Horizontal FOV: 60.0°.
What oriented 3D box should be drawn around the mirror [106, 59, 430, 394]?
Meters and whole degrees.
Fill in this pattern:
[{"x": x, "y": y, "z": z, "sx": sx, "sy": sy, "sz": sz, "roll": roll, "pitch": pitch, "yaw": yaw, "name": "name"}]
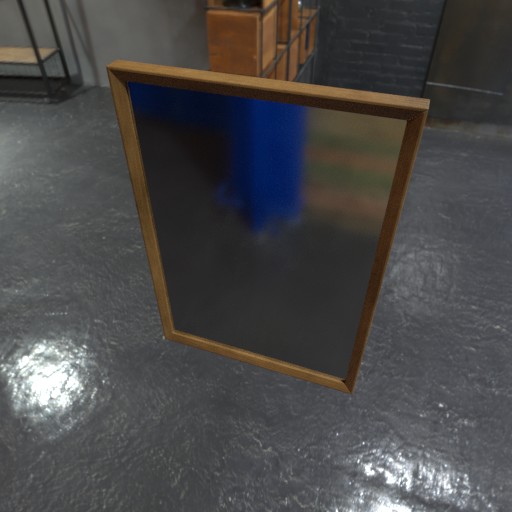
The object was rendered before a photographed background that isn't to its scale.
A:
[{"x": 0.000, "y": 0.000, "z": 0.909, "sx": 0.508, "sy": 0.711, "sz": 0.039, "roll": 13, "pitch": 43, "yaw": 14, "name": "mirror"}]
